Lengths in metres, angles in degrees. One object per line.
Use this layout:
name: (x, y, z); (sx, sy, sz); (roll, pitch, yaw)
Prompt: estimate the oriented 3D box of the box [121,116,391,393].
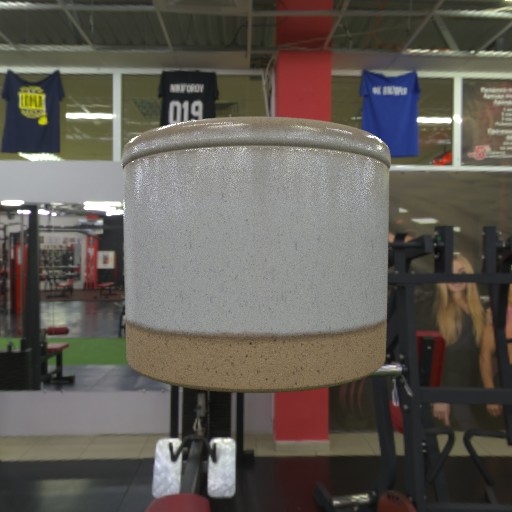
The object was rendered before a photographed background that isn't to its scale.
box: (0.000, 0.000, 0.265); (0.154, 0.123, 0.154); (0, 0, 0)
